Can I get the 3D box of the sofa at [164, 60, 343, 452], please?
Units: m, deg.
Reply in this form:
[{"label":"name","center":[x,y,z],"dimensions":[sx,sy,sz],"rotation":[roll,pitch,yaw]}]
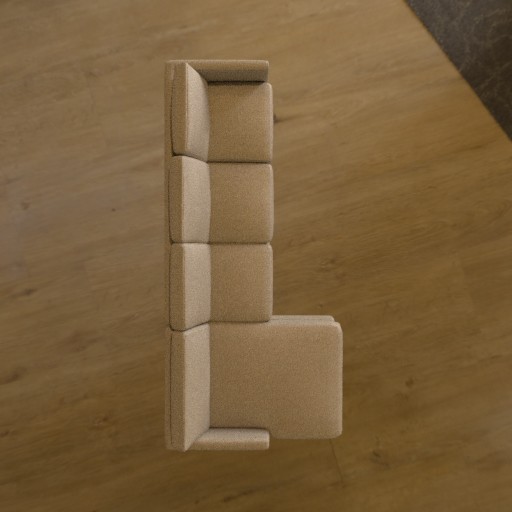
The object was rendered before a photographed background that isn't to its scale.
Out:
[{"label":"sofa","center":[0.000,0.000,3.830],"dimensions":[1.502,0.876,3.201],"rotation":[0,90,0]}]
